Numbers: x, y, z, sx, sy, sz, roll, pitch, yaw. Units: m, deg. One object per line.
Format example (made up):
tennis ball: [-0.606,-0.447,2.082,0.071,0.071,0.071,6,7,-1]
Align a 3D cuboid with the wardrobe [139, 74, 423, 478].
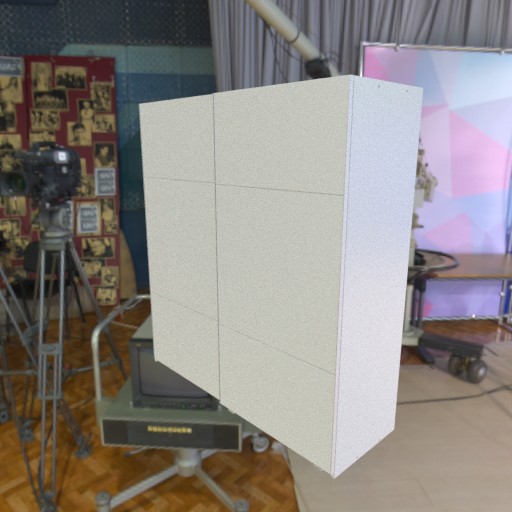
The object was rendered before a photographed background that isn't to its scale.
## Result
wardrobe: [0.000,0.000,2.876,0.629,1.960,1.780,-13,19,-42]
